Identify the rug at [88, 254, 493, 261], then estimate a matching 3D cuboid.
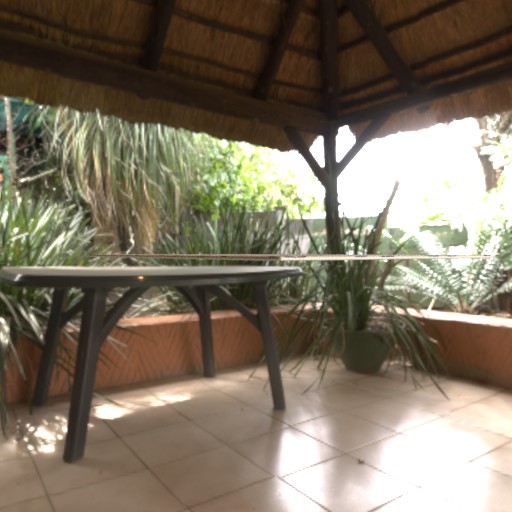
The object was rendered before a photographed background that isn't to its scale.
[{"bbox_3d":[0.000,0.000,2.950,1.521,0.017,2.365,0,0,-36],"label":"rug"}]
